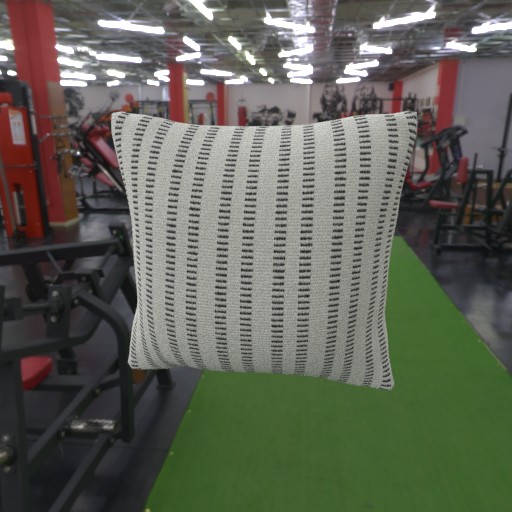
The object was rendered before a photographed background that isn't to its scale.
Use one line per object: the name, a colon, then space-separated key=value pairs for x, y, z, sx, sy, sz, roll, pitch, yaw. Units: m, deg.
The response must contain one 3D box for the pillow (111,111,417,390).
pillow: x=0.000 y=0.000 z=0.673 sx=0.438 sy=0.419 sz=0.247 roll=3 pitch=17 yaw=9
